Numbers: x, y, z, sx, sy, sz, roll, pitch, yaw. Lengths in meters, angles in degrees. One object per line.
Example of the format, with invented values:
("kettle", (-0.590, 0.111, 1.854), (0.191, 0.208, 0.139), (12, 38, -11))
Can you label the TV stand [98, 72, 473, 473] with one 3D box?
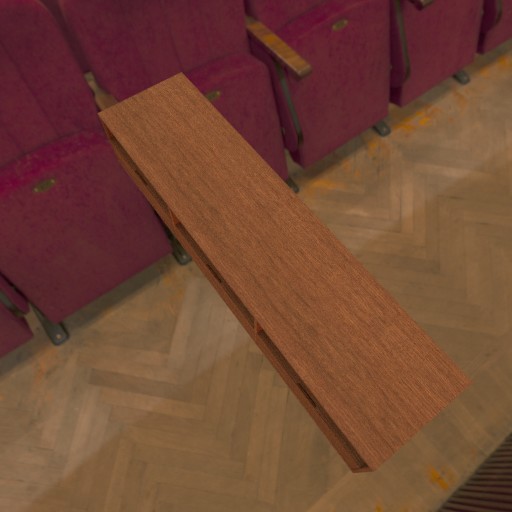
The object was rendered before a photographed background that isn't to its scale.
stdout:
("TV stand", (0.000, 0.000, 1.602), (0.366, 0.409, 1.482), (-33, 68, -16))
